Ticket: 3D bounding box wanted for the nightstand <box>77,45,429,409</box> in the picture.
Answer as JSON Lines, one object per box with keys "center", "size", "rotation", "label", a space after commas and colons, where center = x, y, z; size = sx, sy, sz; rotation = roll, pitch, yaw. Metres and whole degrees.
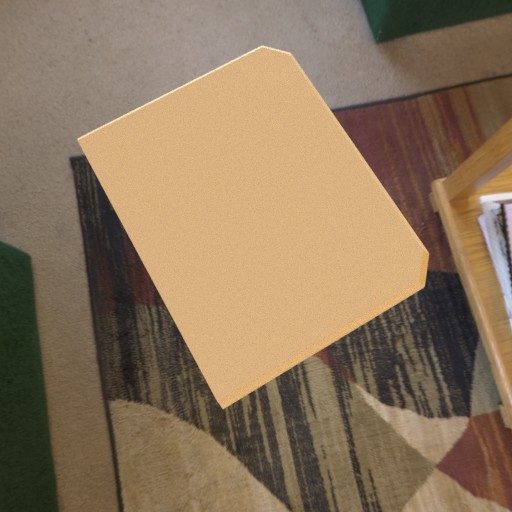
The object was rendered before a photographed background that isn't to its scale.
{"center": [0.000, 0.000, 0.942], "size": [0.351, 0.681, 0.435], "rotation": [-30, 79, -7], "label": "nightstand"}
